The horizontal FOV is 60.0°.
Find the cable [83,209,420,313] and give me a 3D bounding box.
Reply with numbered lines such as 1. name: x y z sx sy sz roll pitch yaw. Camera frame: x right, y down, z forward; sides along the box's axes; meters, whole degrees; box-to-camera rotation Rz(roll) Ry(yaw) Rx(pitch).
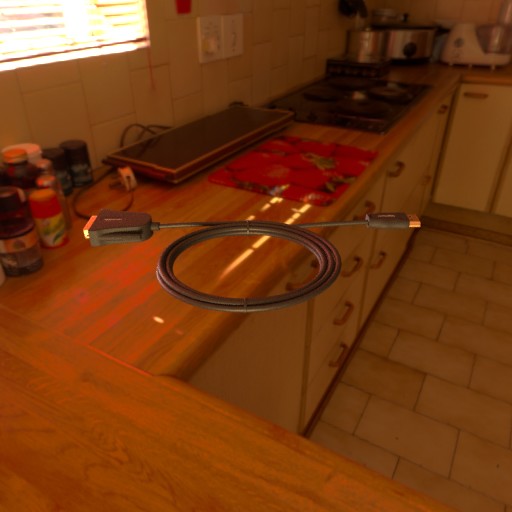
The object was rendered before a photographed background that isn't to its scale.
1. cable: 0.000 0.000 0.336 0.281 0.015 0.136 0 32 0
